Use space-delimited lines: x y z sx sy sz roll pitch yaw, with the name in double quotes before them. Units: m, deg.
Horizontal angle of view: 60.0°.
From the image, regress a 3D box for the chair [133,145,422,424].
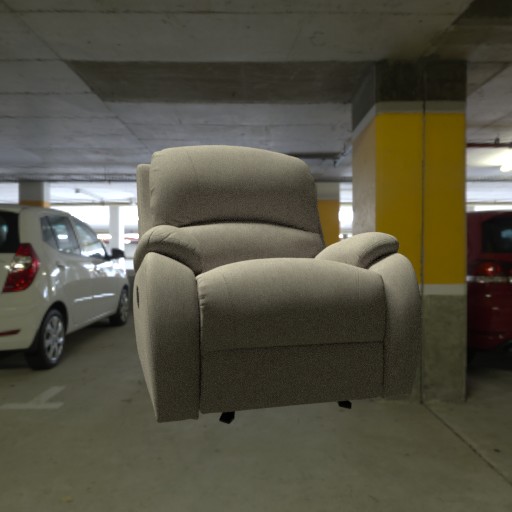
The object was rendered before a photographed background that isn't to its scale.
"chair" 0.000 0.000 1.750 0.930 1.011 0.899 0 0 -18
